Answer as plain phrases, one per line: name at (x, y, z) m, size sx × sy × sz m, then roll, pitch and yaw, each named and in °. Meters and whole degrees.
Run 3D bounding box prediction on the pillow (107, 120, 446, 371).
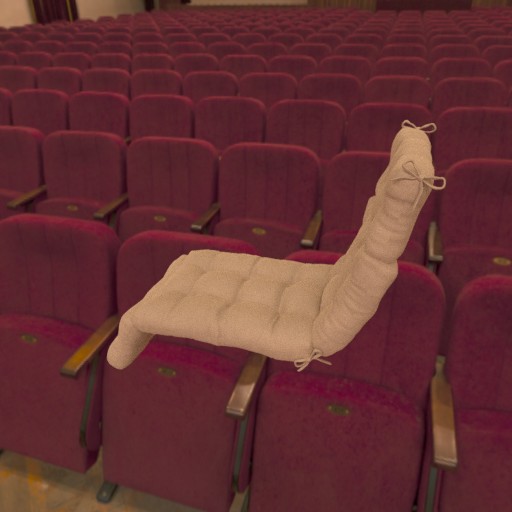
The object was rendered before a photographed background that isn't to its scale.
pillow at (0.000, 0.000, 1.487) m, size 1.016 × 0.863 × 0.526 m, roll 9°, pitch 30°, yaw 15°
